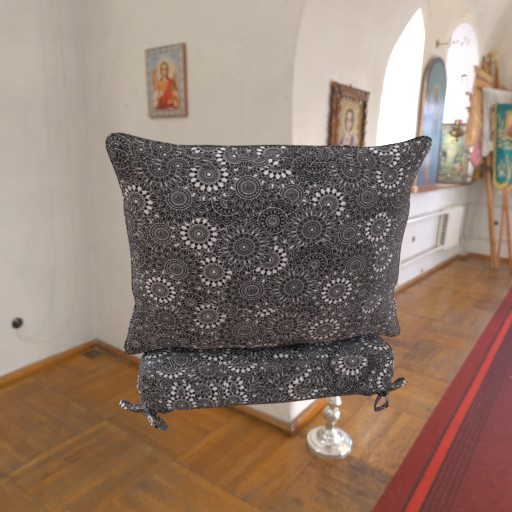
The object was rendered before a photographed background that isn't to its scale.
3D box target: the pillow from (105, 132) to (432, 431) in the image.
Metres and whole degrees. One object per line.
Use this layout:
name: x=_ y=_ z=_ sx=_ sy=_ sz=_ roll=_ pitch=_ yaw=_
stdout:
pillow: x=0.000 y=0.000 z=1.375 sx=0.798 sy=0.722 sz=0.740 roll=-2 pitch=14 yaw=-8
